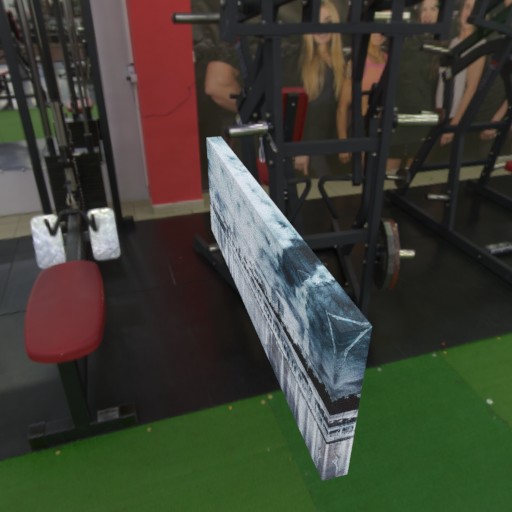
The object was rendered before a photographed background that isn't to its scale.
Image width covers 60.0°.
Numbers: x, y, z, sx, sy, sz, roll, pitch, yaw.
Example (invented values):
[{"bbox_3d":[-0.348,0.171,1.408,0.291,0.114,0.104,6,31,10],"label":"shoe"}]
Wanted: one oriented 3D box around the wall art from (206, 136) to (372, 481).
[{"bbox_3d":[0.000,0.000,0.836,0.037,0.251,0.759,-8,31,-14],"label":"wall art"}]
